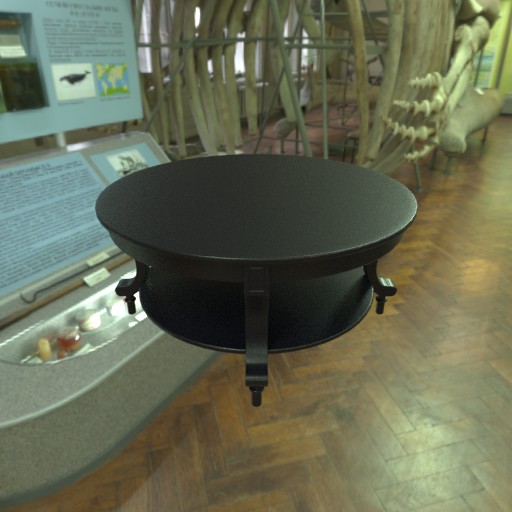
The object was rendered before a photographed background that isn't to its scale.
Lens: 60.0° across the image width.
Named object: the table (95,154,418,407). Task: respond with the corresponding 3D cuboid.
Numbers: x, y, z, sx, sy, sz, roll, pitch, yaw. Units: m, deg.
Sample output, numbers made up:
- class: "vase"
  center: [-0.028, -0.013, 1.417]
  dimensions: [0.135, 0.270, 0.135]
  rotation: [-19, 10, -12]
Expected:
- class: "table"
  center: [0.000, 0.000, 1.586]
  dimensions: [1.029, 0.491, 1.029]
  rotation: [0, 26, 0]
